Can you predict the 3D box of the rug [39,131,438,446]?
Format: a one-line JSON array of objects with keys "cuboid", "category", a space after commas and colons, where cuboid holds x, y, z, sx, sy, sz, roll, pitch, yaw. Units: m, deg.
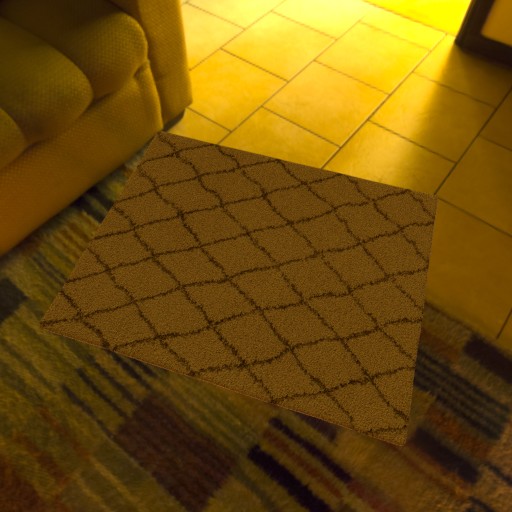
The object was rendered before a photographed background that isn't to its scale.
[{"cuboid": [0.000, 0.000, 4.061, 3.047, 0.029, 2.438, 15, 60, 9], "category": "rug"}]
